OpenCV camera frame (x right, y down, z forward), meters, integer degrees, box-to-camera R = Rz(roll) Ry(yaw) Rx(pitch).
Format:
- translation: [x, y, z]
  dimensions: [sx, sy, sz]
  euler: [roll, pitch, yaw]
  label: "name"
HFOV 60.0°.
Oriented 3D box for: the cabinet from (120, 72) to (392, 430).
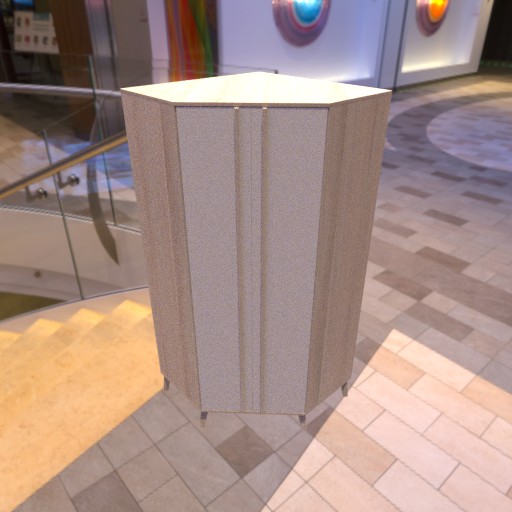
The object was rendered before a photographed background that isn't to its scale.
- translation: [0.000, 0.000, 2.683]
  dimensions: [1.272, 1.957, 0.969]
  euler: [1, 30, 2]
  label: "cabinet"
